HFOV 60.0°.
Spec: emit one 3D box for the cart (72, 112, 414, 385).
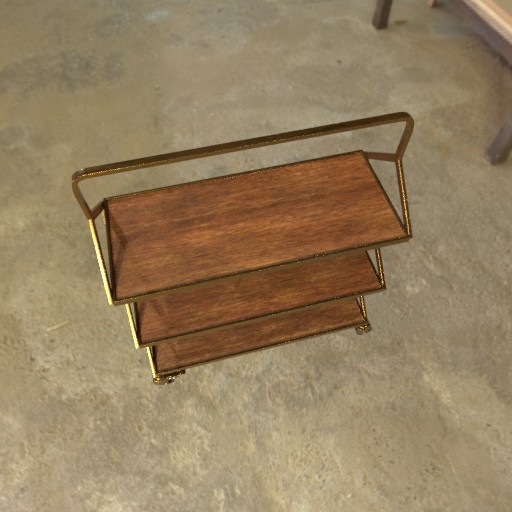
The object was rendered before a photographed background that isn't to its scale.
[{"bbox_3d":[0.000,0.000,1.184,0.723,0.805,0.313,-12,58,-8],"label":"cart"}]
